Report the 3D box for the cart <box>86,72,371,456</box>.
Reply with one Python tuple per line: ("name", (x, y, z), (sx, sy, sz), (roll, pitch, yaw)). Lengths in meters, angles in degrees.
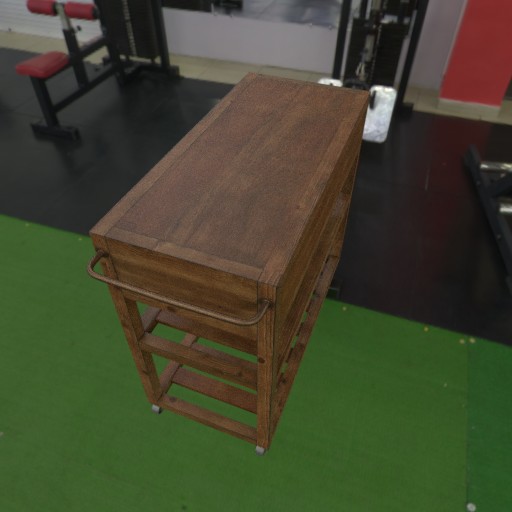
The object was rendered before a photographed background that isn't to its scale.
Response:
("cart", (0.000, 0.000, 1.491), (0.445, 0.830, 1.065), (15, 47, 15))
